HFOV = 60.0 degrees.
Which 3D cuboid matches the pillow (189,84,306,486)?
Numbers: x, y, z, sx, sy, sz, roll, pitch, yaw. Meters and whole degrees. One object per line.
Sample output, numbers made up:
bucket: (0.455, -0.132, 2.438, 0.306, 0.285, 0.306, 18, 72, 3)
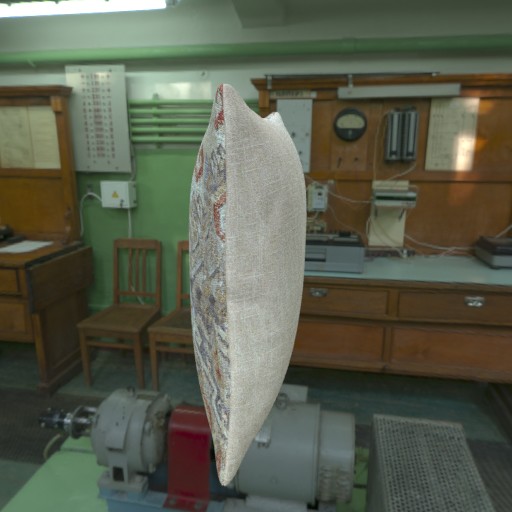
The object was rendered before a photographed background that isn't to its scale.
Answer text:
pillow: (0.000, 0.000, 0.771, 0.166, 0.506, 0.523, 2, 15, 8)
